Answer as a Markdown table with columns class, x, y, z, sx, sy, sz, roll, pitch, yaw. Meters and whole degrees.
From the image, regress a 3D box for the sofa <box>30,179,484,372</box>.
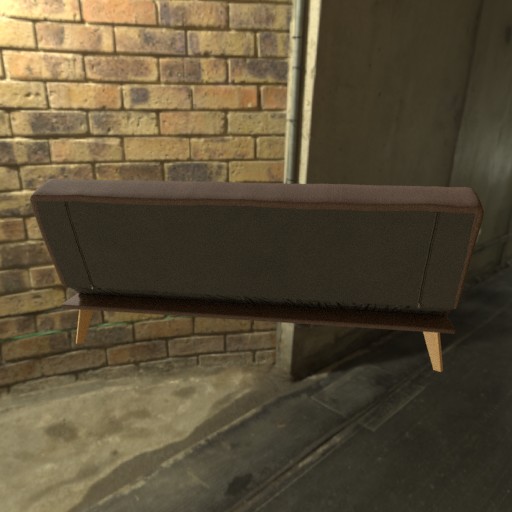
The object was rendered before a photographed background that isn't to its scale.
| class | x | y | z | sx | sy | sz | roll | pitch | yaw |
| --- | --- | --- | --- | --- | --- | --- | --- | --- | --- |
| sofa | 0.000 | 0.000 | 2.215 | 1.800 | 0.810 | 0.860 | 3 | 17 | 8 |
